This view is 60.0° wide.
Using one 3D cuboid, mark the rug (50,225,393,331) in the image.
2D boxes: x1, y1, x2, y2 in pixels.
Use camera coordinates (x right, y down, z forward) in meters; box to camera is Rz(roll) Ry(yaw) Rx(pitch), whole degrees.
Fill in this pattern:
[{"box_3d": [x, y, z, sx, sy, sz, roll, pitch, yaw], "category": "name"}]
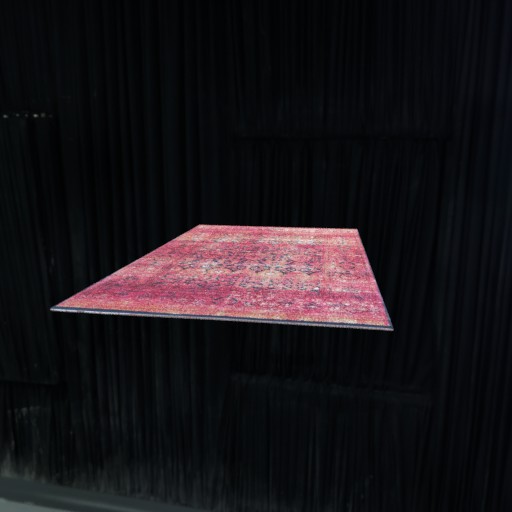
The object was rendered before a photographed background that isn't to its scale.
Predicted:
[{"box_3d": [0.000, 0.000, 3.109, 1.539, 0.018, 2.449, 2, 13, 9], "category": "rug"}]
